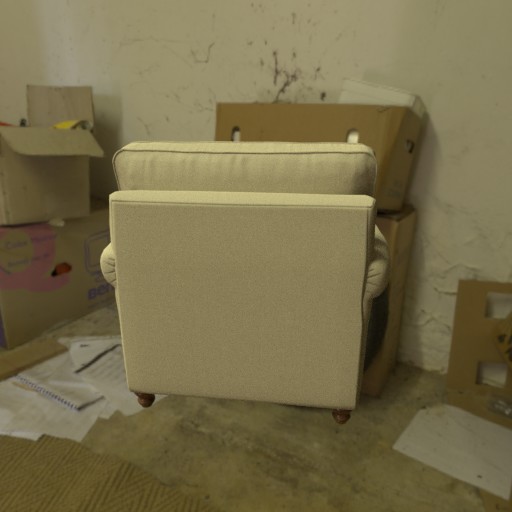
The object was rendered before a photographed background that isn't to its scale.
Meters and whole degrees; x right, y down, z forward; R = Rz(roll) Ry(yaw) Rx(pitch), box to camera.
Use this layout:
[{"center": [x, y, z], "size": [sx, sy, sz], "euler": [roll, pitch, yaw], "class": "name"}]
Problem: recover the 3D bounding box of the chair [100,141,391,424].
[{"center": [0.000, 0.000, 1.873], "size": [1.029, 0.967, 0.966], "euler": [2, 18, 7], "class": "chair"}]
